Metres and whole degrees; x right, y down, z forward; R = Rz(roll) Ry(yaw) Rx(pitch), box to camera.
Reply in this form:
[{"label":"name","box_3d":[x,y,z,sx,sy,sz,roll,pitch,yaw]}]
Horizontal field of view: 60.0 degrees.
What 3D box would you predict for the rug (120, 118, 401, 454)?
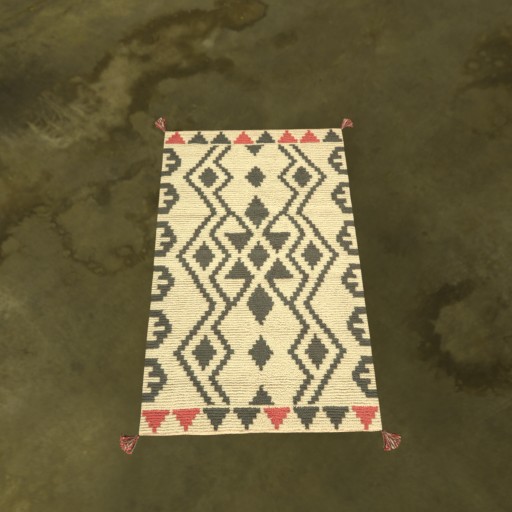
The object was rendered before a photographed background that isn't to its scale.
[{"label":"rug","box_3d":[0.000,0.000,3.276,1.741,0.066,2.672,-1,64,-1]}]
